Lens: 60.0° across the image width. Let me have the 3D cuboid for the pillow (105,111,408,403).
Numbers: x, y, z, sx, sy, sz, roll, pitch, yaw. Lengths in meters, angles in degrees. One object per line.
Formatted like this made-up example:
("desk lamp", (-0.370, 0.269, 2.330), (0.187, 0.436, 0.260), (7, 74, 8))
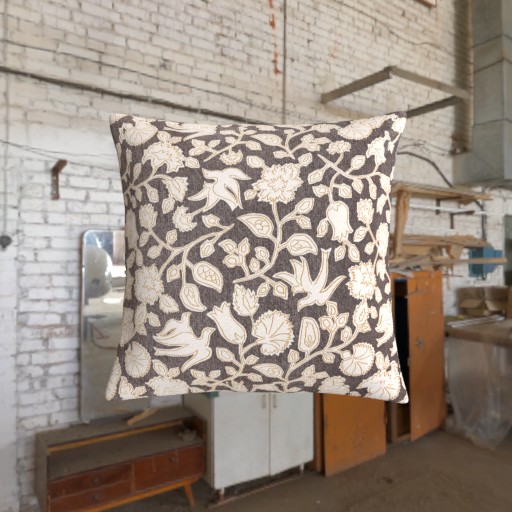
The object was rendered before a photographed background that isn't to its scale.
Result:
("pillow", (0.000, 0.000, 0.776), (0.526, 0.507, 0.166), (0, 0, 1))
